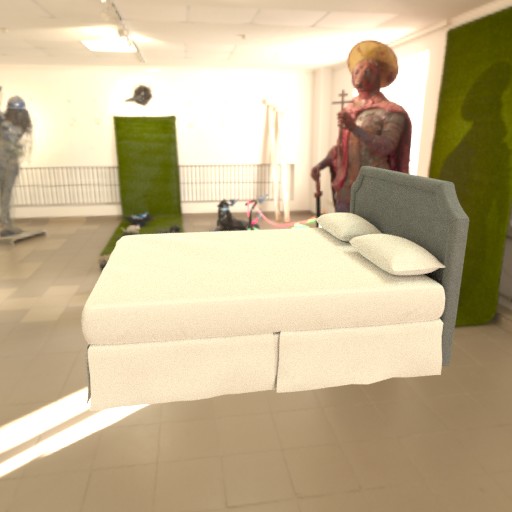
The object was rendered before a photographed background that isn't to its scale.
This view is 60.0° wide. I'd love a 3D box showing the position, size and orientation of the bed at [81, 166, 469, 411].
[{"bbox_3d":[0.000,0.000,3.610,2.464,1.306,1.977,-3,16,-9],"label":"bed"}]
